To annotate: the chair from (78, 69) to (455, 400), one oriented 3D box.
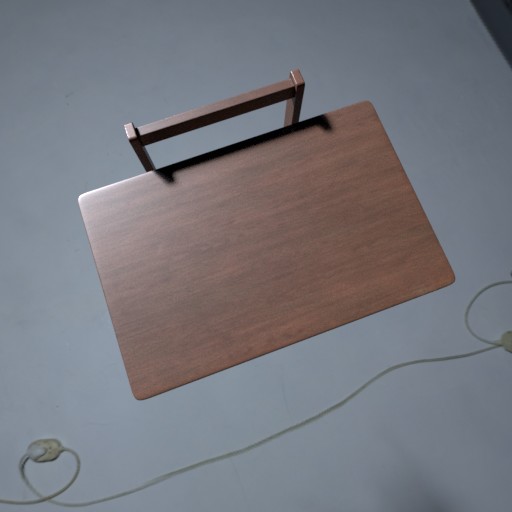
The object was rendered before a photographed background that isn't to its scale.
[{"bbox_3d":[0.000,0.000,1.078,0.599,0.673,0.463,-20,77,-5],"label":"chair"}]
